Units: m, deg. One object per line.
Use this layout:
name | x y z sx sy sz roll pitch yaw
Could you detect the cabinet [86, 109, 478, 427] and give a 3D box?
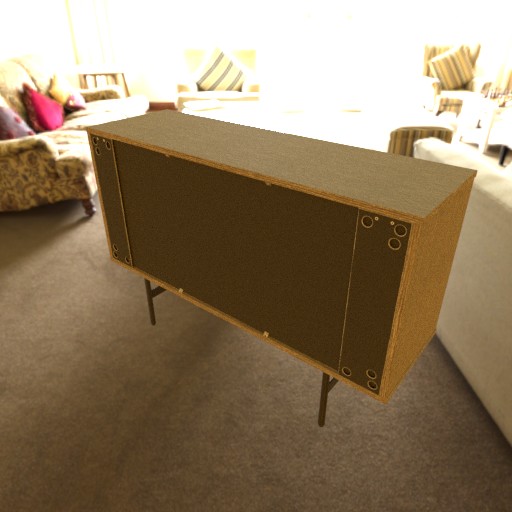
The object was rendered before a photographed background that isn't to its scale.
cabinet | 0.000 0.000 1.548 1.194 0.787 0.405 22 36 33
